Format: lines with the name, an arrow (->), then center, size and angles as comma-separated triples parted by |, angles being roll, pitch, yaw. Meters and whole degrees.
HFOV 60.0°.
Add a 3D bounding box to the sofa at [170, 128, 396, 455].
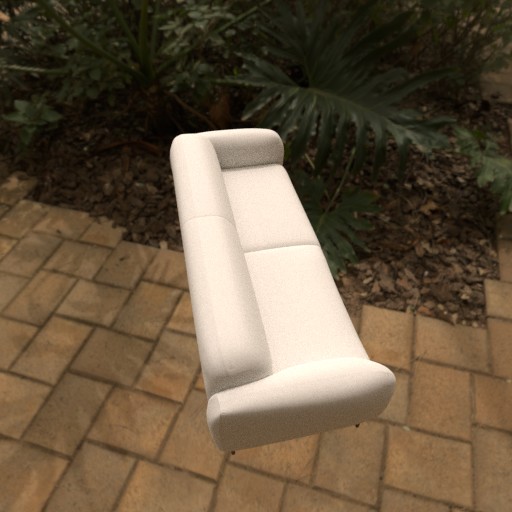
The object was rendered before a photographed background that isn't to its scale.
sofa -> 0.000, 0.000, 2.770 | 0.880, 0.780, 2.257 | -9, 47, -8
